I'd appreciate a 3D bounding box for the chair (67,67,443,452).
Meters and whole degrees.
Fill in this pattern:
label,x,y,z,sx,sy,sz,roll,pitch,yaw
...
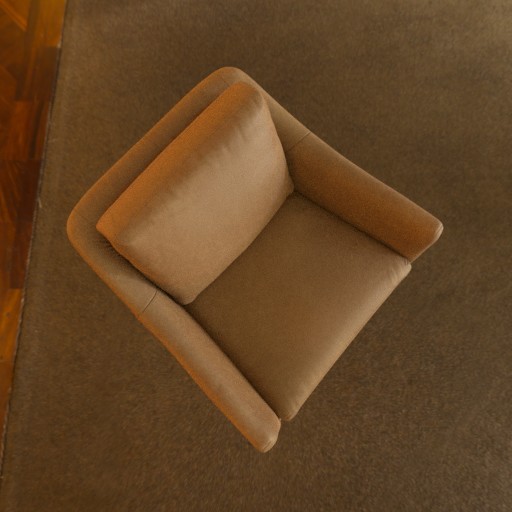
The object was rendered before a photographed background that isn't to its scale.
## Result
label,x,y,z,sx,sy,sz,roll,pitch,yaw
chair,0.000,0.000,1.671,0.963,0.895,0.988,40,79,9
